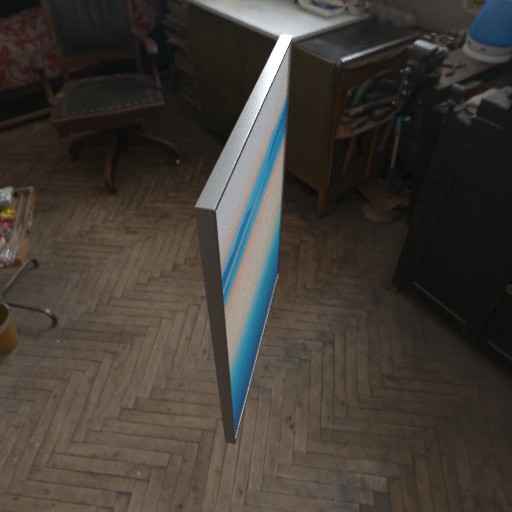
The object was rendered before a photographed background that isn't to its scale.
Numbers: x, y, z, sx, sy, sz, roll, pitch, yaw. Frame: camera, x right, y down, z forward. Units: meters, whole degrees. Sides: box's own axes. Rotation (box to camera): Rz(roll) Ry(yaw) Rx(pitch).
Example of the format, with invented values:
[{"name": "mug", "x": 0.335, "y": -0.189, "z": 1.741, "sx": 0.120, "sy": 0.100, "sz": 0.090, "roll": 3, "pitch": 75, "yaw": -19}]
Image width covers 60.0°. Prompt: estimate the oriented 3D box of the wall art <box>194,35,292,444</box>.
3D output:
[{"name": "wall art", "x": 0.000, "y": 0.000, "z": 1.417, "sx": 0.037, "sy": 1.062, "sz": 0.801, "roll": 9, "pitch": 47, "yaw": 9}]
